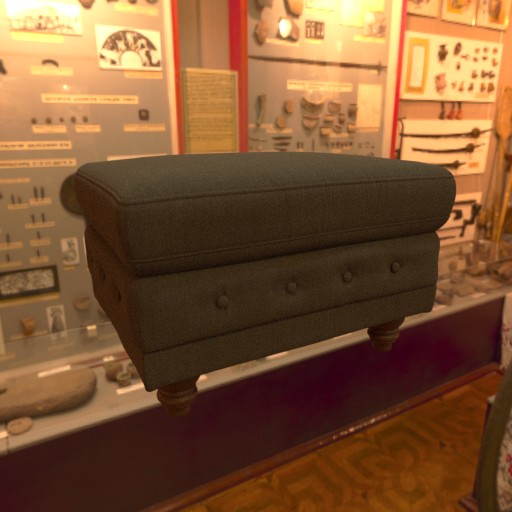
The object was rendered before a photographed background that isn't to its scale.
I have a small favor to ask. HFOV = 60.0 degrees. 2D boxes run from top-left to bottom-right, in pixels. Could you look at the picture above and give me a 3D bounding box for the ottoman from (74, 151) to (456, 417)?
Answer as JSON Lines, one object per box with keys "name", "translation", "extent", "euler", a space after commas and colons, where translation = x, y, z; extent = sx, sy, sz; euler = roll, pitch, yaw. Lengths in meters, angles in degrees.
{"name": "ottoman", "translation": [0.000, 0.000, 1.117], "extent": [0.771, 0.500, 0.569], "euler": [-9, 18, -28]}
